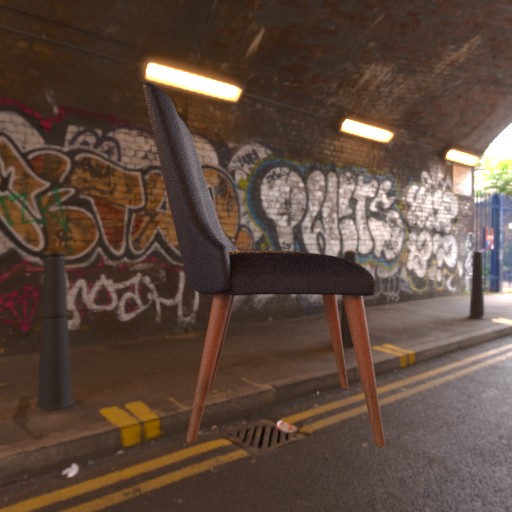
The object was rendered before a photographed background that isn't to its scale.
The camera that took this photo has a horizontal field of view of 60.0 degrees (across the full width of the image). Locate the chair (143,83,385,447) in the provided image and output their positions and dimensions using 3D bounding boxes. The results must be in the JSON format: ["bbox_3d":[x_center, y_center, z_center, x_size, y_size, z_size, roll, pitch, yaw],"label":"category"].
[{"bbox_3d":[0.000,0.000,1.176,0.567,0.820,0.504,0,1,0],"label":"chair"}]
